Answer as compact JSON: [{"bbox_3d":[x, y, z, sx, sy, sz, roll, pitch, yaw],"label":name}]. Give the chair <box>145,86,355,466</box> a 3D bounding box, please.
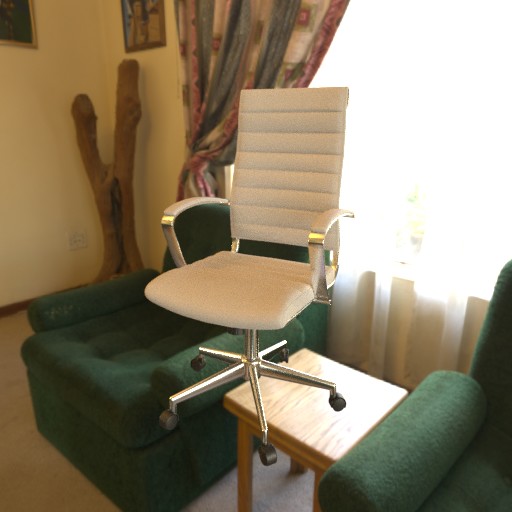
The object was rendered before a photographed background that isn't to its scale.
[{"bbox_3d":[0.000,0.000,1.567,0.679,1.149,0.667,8,19,26],"label":"chair"}]
